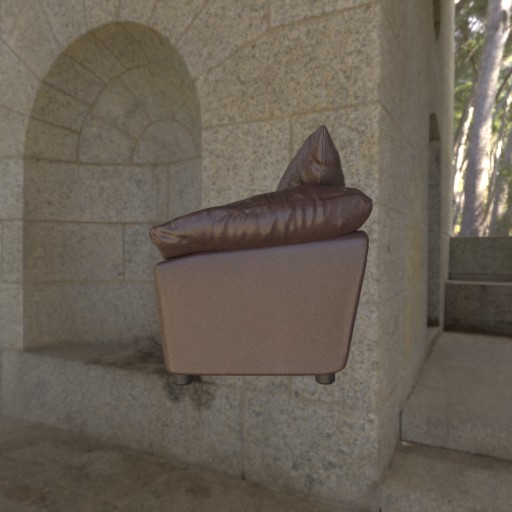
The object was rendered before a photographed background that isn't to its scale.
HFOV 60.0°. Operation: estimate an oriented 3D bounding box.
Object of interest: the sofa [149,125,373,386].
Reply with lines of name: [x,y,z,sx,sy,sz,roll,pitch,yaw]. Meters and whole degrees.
sofa: [0.000,0.000,2.846,0.907,1.091,2.390,0,0,-1]
